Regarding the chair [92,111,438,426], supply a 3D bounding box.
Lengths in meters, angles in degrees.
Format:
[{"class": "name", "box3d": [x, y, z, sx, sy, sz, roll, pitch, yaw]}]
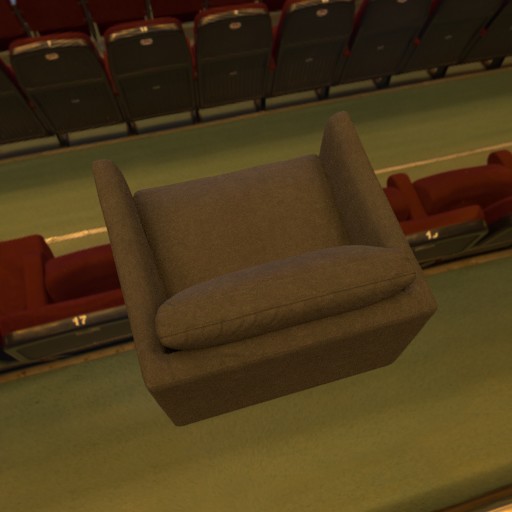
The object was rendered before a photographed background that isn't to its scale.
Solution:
[{"class": "chair", "box3d": [0.000, 0.000, 1.950, 1.190, 0.845, 1.091, -14, 59, -8]}]
